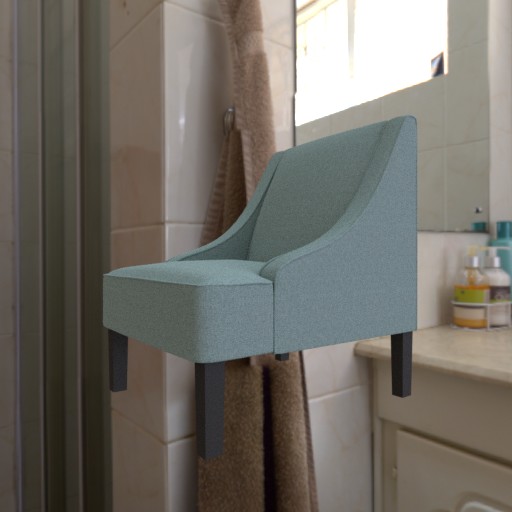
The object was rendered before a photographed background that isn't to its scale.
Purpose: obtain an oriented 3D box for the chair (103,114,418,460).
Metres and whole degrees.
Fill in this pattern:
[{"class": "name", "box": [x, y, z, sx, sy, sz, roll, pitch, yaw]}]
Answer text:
[{"class": "chair", "box": [0.000, 0.000, 1.836, 1.025, 1.133, 0.857, 0, 0, -37]}]
